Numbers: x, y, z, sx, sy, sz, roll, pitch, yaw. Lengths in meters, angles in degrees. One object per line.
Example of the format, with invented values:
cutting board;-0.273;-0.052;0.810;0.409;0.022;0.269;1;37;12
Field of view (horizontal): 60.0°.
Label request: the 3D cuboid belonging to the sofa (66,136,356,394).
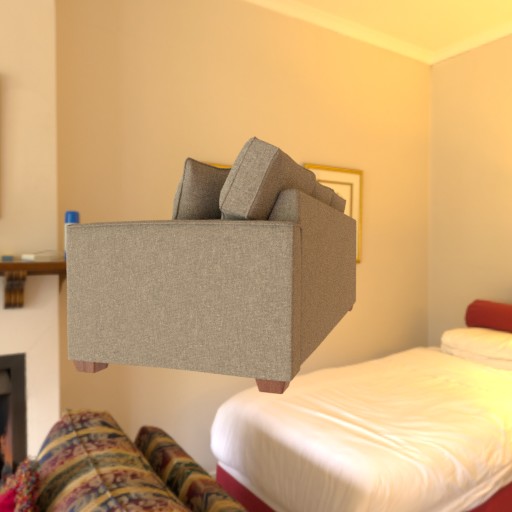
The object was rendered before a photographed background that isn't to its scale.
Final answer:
sofa;0.000;0.000;2.833;1.061;0.962;2.317;0;1;19
